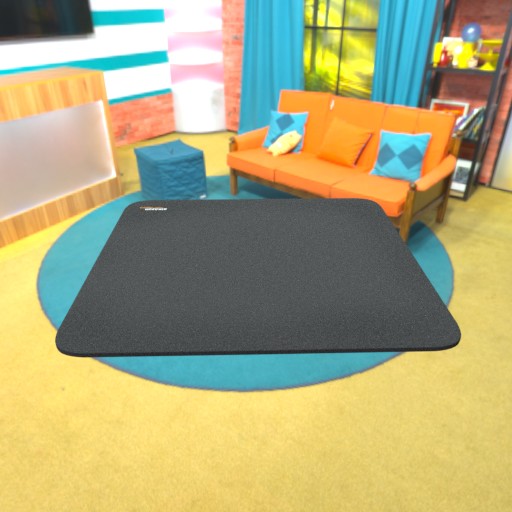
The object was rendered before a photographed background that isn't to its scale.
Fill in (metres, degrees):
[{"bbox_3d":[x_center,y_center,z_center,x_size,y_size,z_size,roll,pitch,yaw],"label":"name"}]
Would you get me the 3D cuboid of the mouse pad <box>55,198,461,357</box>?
[{"bbox_3d":[0.000,0.000,0.324,0.229,0.003,0.203,-1,31,-1],"label":"mouse pad"}]
